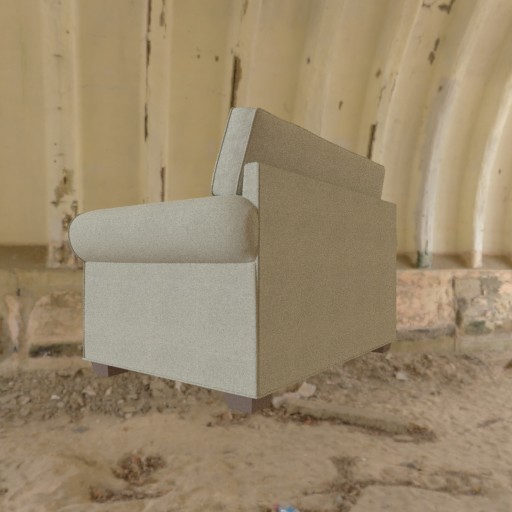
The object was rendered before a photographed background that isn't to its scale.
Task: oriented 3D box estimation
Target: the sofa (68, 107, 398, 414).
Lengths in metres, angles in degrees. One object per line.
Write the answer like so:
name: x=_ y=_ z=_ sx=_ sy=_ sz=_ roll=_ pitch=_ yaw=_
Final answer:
sofa: x=0.000 y=0.000 z=2.113 sx=0.936 sy=0.991 sz=1.405 roll=0 pitch=-1 yaw=36
